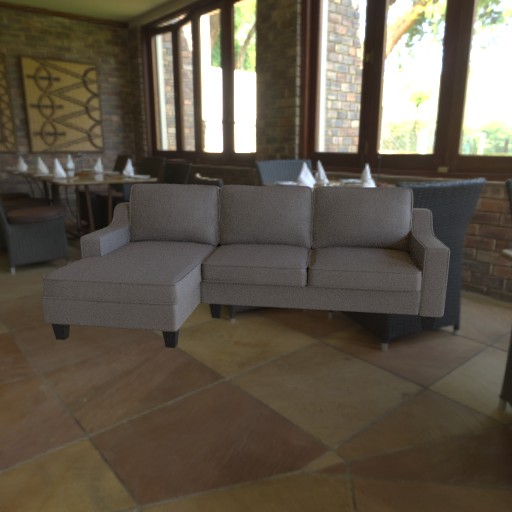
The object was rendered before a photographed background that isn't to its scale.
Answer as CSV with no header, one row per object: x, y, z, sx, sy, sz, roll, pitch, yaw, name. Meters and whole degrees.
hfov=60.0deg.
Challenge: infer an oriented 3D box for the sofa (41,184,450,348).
0.000,0.000,3.170,2.561,0.928,1.294,2,14,9,sofa
